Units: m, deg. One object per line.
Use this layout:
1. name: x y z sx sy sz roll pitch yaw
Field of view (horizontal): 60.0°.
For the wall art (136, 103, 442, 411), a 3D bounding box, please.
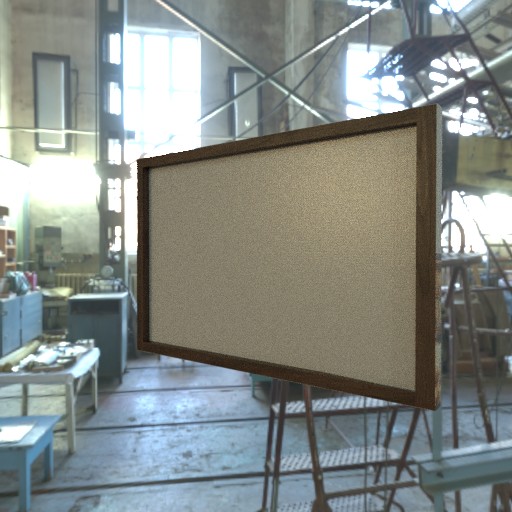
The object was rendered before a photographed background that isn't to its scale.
1. wall art: 0.000 0.000 1.449 1.138 0.761 0.051 1 1 36
